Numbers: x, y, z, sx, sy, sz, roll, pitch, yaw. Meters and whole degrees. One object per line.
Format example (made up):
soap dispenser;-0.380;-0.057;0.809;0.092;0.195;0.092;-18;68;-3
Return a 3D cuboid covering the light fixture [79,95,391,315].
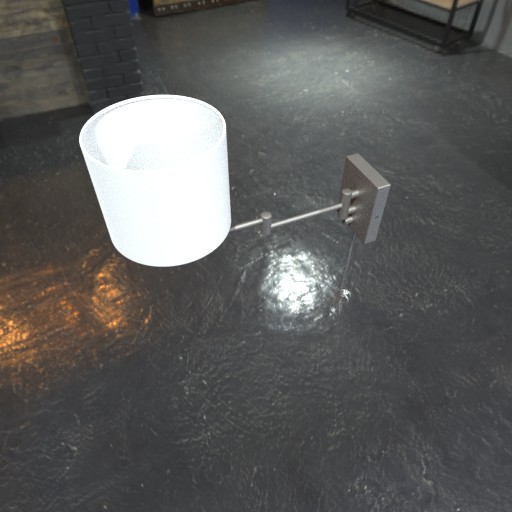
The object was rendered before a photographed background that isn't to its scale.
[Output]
light fixture;0.000;0.000;0.904;0.516;0.651;0.203;-17;49;-16
